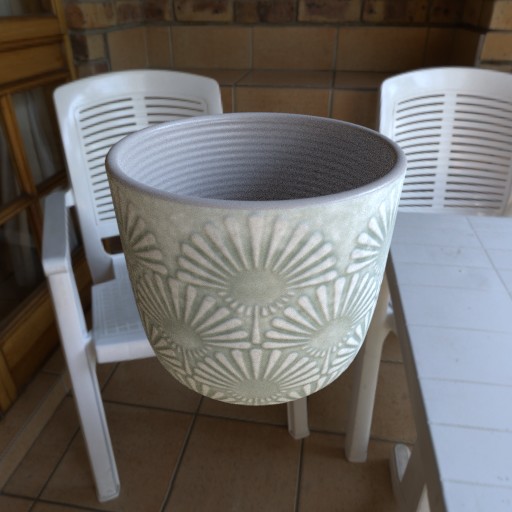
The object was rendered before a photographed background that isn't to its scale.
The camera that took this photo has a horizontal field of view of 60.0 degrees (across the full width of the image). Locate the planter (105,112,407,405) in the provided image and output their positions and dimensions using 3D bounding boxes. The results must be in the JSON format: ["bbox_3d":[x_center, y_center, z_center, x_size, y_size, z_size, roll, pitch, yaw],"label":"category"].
[{"bbox_3d":[0.000,0.000,0.216,0.124,0.109,0.124,0,31,0],"label":"planter"}]
